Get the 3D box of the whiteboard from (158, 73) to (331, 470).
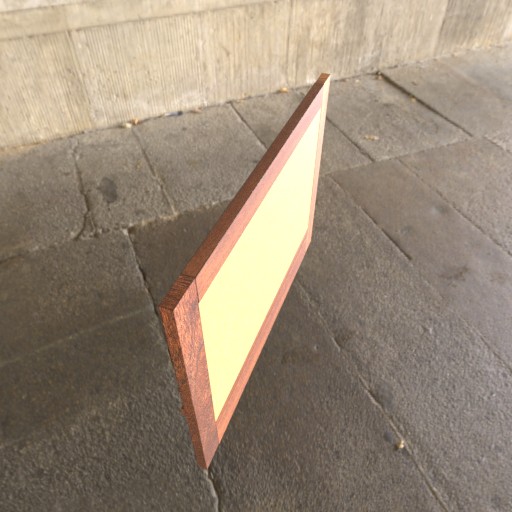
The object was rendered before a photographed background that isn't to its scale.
[{"bbox_3d":[0.000,0.000,1.034,0.083,0.559,0.783,16,47,15],"label":"whiteboard"}]
